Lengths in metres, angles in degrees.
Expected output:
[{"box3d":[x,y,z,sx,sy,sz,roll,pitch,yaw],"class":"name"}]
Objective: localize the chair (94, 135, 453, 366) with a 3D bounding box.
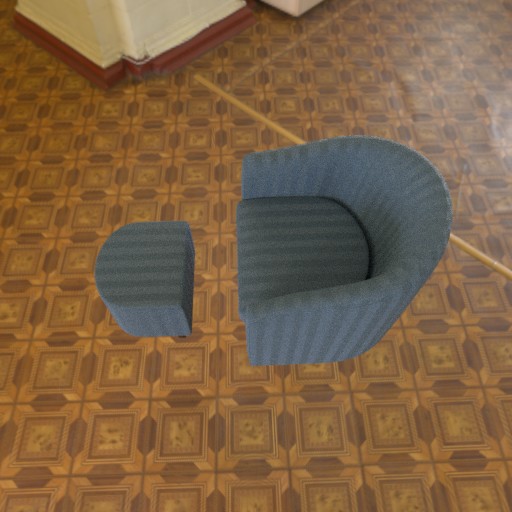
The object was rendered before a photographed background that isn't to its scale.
[{"box3d":[0.000,0.000,1.762,1.288,0.757,0.756,-2,57,-1],"class":"chair"}]
